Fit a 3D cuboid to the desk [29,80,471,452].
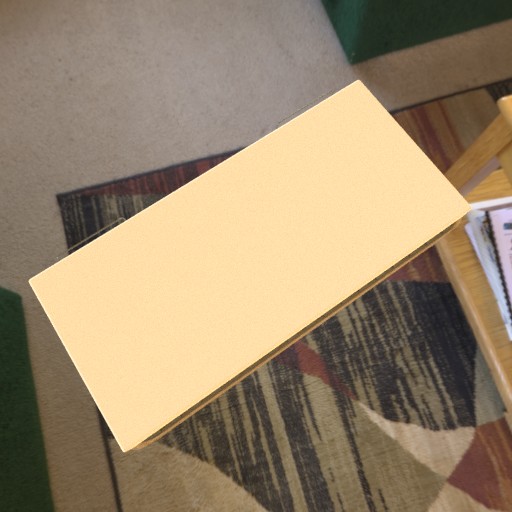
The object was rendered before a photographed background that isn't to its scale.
[{"bbox_3d":[0.000,0.000,2.206,1.900,0.455,0.900,-33,77,-9],"label":"desk"}]
